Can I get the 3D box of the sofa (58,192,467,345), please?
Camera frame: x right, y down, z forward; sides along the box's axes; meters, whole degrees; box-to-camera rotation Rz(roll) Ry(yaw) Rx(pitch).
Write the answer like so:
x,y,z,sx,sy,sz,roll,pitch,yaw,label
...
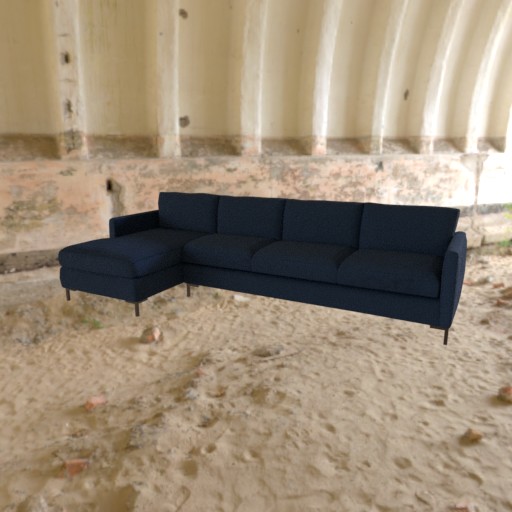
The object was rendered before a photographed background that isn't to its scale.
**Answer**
x,y,z,sx,sy,sz,roll,pitch,yaw,label
0.000,0.000,2.884,2.450,0.679,1.128,7,15,27,sofa
